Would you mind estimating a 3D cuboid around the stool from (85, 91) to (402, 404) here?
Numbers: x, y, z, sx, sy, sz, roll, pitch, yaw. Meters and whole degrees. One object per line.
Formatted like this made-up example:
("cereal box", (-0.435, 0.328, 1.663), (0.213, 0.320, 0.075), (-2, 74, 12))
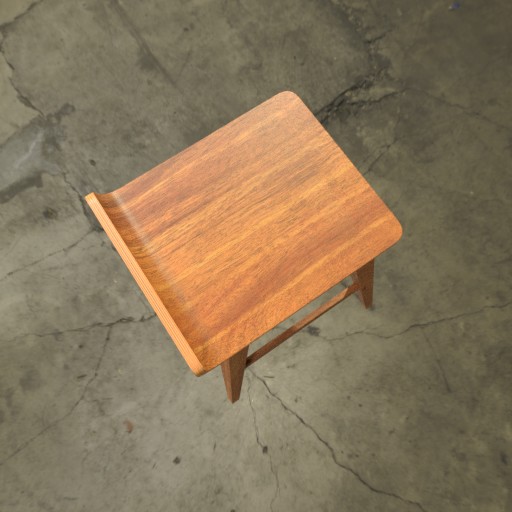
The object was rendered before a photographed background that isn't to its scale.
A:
("stool", (0.000, 0.000, 1.027), (0.500, 0.650, 0.500), (-33, 78, -8))
